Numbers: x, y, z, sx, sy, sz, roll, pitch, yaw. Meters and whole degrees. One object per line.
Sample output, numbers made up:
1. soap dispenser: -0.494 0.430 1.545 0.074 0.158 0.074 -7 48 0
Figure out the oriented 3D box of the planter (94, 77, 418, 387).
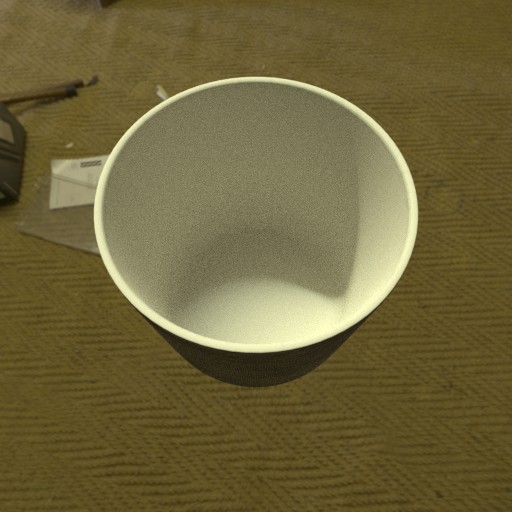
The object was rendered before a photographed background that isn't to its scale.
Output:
1. planter: 0.000 0.000 0.785 0.440 0.398 0.440 0 64 0
